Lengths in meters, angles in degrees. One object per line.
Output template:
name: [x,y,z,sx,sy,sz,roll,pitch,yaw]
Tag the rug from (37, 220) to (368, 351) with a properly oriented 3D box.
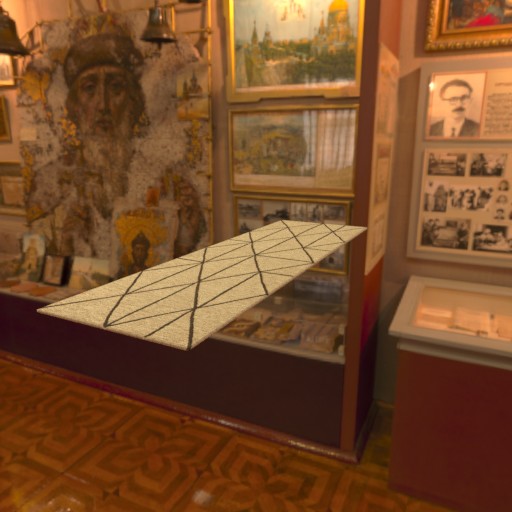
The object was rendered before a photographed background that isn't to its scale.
rug: [0.000,0.000,2.693,0.762,0.012,2.438,7,16,27]
